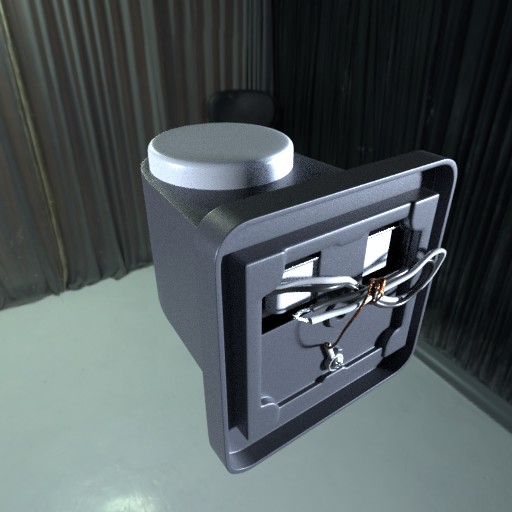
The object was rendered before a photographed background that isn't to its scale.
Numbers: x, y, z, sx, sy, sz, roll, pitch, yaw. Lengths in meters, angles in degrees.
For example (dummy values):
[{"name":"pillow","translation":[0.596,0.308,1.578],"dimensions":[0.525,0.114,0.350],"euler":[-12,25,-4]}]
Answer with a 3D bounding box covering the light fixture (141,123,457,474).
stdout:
[{"name":"light fixture","translation":[0.000,0.000,0.208],"dimensions":[0.109,0.109,0.132],"euler":[-20,36,-30]}]
